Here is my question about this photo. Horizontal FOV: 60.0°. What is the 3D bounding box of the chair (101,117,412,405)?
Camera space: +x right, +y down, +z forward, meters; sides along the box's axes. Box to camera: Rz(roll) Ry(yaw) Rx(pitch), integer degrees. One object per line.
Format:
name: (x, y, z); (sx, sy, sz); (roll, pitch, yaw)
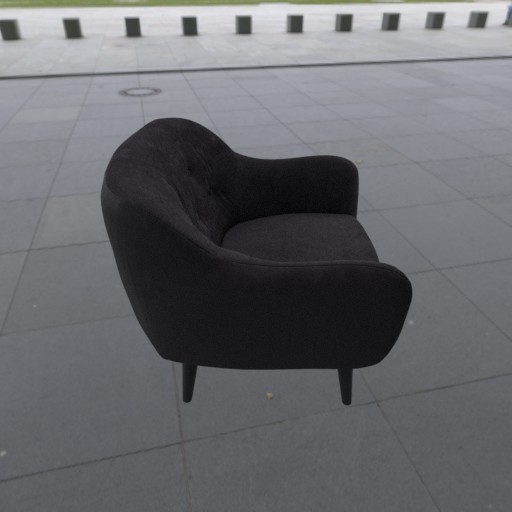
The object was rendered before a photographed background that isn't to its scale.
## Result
chair: (0.000, 0.000, 1.517); (0.819, 0.807, 0.840); (1, 32, 1)
